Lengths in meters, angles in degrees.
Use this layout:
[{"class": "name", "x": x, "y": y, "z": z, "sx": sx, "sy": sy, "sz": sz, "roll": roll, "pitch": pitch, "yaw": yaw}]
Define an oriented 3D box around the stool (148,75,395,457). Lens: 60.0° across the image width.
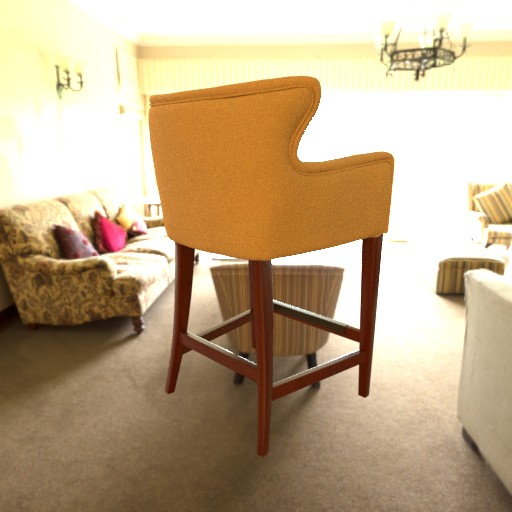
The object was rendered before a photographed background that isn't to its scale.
[{"class": "stool", "x": 0.000, "y": 0.000, "z": 1.355, "sx": 0.570, "sy": 0.951, "sz": 0.601, "roll": -14, "pitch": 19, "yaw": -43}]
